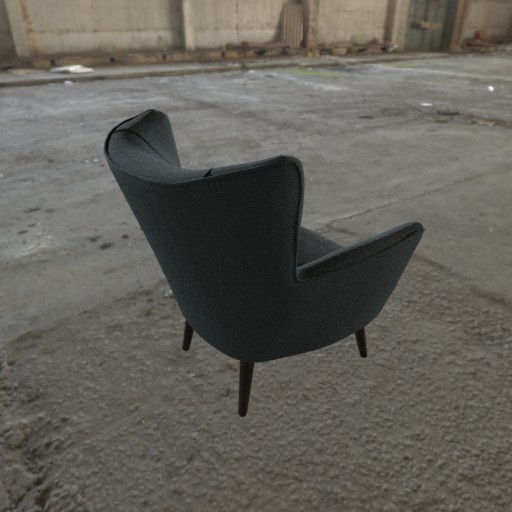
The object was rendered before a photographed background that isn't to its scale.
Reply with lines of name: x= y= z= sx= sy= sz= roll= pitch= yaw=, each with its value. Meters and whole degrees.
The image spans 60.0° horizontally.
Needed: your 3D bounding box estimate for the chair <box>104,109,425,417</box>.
chair: x=0.000 y=0.000 z=1.570 sx=0.888 sy=0.933 sz=0.781 roll=-18 pitch=33 yaw=-31
